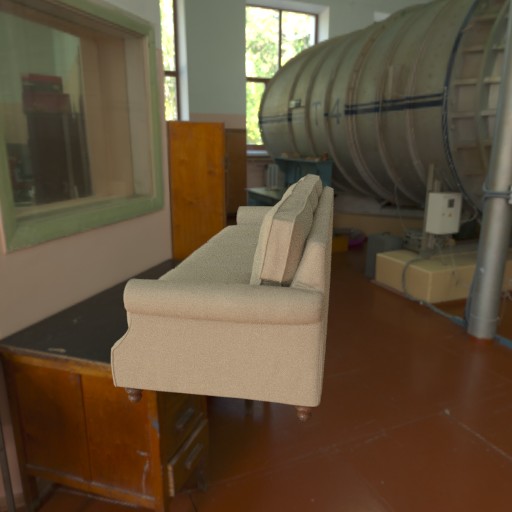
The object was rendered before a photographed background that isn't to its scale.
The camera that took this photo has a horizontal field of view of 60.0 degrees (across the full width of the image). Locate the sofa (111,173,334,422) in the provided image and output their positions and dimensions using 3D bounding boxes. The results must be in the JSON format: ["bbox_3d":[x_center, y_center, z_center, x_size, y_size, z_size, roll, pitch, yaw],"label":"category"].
[{"bbox_3d":[0.000,0.000,2.905,0.966,0.948,2.354,3,15,10],"label":"sofa"}]
